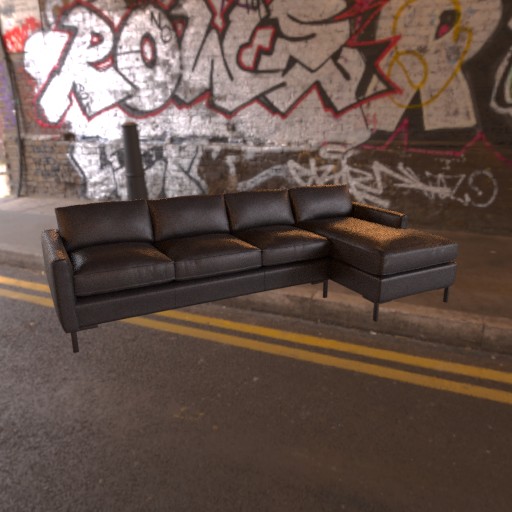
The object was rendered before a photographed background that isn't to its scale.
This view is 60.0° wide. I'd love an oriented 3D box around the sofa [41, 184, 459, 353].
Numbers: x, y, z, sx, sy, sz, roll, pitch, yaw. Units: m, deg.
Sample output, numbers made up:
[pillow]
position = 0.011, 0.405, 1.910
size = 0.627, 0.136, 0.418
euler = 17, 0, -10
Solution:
[sofa]
position = 0.000, 0.000, 3.526
size = 2.993, 0.859, 1.471
euler = -9, 19, -27
